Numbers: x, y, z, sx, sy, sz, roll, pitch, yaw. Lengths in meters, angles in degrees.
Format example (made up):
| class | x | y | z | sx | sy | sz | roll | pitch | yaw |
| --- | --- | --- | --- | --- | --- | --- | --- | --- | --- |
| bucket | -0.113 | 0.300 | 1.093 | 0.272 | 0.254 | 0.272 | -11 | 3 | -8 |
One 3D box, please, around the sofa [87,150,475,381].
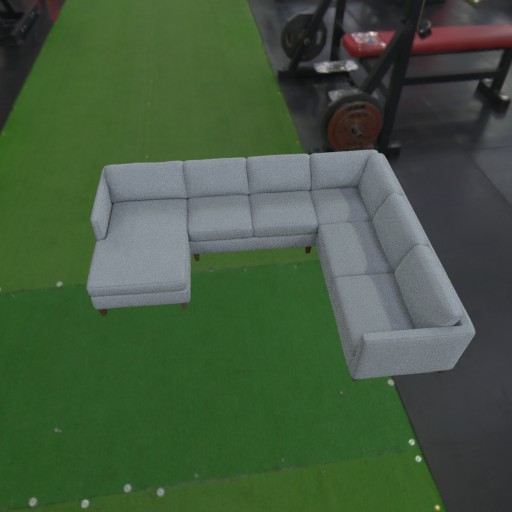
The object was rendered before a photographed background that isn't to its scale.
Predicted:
| class | x | y | z | sx | sy | sz | roll | pitch | yaw |
| --- | --- | --- | --- | --- | --- | --- | --- | --- | --- |
| sofa | 0.000 | 0.000 | 4.383 | 3.238 | 0.853 | 2.551 | -4 | 46 | -4 |
